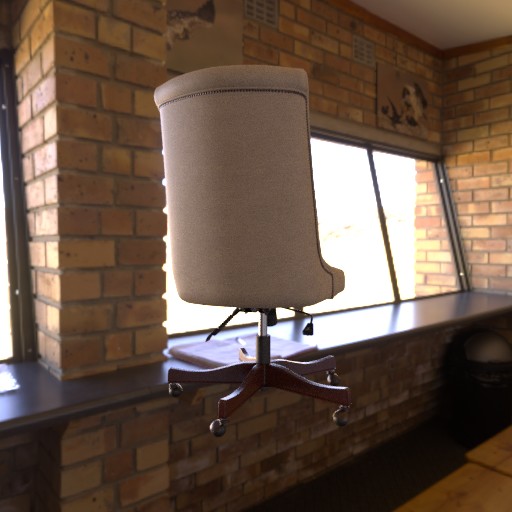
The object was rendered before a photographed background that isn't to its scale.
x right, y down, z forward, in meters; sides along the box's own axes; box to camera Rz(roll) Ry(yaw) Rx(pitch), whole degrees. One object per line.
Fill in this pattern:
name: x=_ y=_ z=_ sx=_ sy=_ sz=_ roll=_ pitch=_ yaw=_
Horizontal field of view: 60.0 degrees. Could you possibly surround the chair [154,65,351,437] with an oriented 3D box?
chair: x=0.000 y=0.000 z=1.478 sx=0.645 sy=1.010 sz=0.696 roll=1 pitch=2 yaw=19
